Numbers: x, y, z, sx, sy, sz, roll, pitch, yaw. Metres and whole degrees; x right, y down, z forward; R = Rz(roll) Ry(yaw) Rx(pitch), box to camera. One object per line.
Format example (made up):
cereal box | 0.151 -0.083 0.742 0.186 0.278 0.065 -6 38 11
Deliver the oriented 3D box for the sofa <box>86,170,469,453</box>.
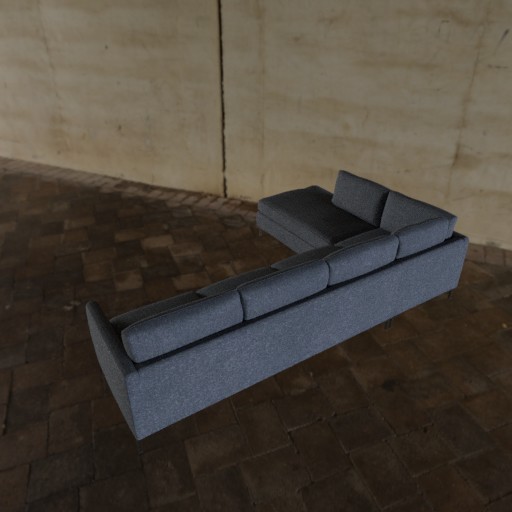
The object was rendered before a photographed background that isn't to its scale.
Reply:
sofa | 0.000 0.000 3.769 2.949 0.815 2.007 -18 34 -28
